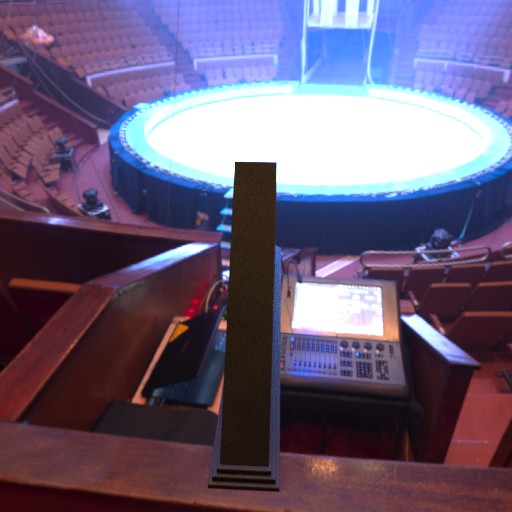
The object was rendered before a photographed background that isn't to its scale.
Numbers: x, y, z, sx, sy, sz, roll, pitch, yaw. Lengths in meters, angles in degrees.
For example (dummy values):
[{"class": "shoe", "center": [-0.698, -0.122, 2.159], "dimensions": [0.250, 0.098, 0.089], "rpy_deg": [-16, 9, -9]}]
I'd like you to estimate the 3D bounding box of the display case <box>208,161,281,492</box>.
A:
[{"class": "display case", "center": [0.000, 0.000, 0.773], "dimensions": [0.095, 0.340, 0.640], "rpy_deg": [2, 31, 3]}]
